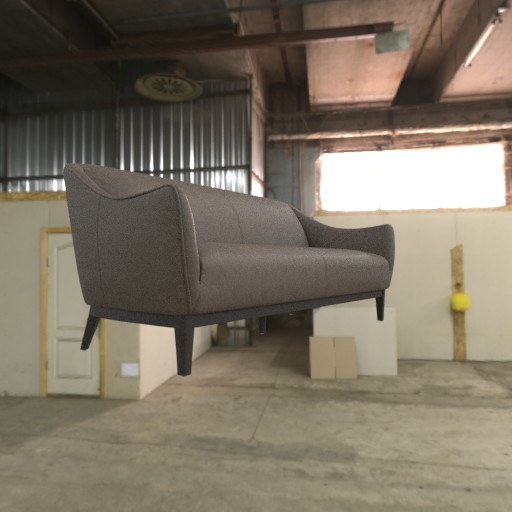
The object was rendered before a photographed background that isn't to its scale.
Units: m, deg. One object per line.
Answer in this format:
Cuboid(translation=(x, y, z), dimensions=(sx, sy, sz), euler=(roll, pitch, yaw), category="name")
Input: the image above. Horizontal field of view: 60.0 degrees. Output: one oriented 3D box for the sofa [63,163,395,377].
Cuboid(translation=(0.000, 0.000, 2.391), dimensions=(0.869, 0.831, 1.928), euler=(-1, -1, 37), category="sofa")
